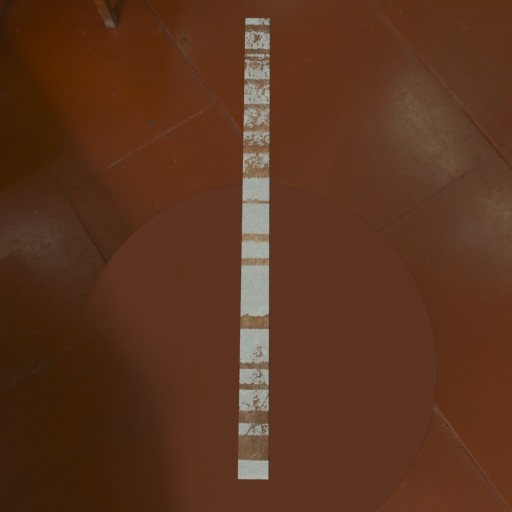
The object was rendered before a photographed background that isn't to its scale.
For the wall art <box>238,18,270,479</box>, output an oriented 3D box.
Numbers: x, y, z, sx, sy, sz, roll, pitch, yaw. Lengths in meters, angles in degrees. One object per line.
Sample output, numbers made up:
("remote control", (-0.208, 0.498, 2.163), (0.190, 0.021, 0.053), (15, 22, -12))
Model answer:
("wall art", (0.000, 0.000, 0.767), (0.035, 0.405, 0.609), (1, 78, 0))
